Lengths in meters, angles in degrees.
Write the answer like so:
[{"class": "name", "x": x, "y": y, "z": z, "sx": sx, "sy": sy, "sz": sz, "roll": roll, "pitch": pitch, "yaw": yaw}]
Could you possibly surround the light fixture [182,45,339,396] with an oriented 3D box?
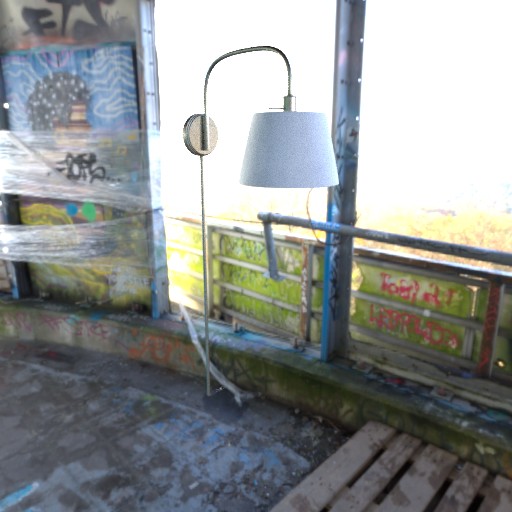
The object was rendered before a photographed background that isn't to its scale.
[{"class": "light fixture", "x": 0.000, "y": 0.000, "z": 0.457, "sx": 0.176, "sy": 0.399, "sz": 0.092, "roll": 14, "pitch": 20, "yaw": 43}]
